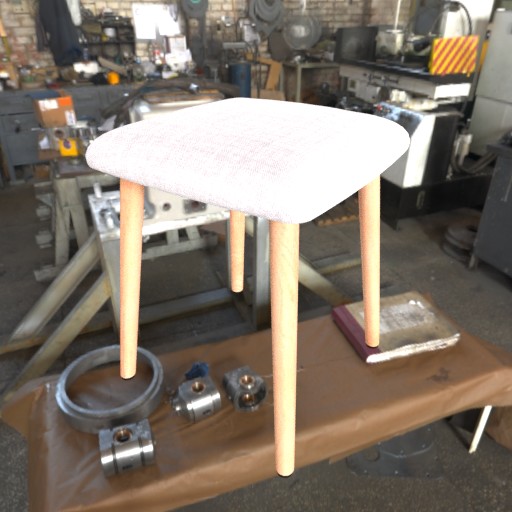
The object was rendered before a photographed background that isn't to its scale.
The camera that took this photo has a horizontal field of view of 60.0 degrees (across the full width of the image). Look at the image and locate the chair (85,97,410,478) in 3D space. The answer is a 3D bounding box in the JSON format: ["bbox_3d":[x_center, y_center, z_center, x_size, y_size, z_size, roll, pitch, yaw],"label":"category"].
[{"bbox_3d":[0.000,0.000,0.702,0.350,0.440,0.350,19,35,30],"label":"chair"}]
